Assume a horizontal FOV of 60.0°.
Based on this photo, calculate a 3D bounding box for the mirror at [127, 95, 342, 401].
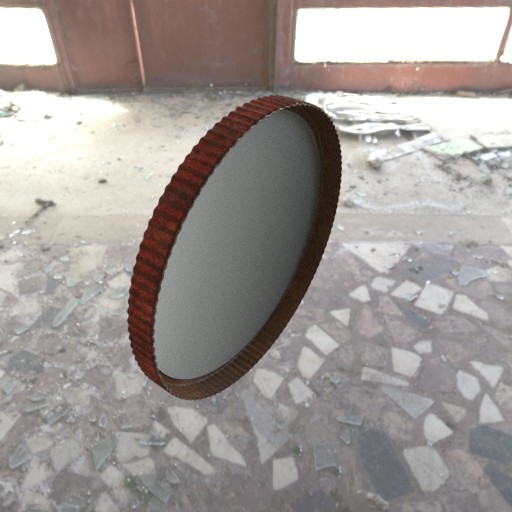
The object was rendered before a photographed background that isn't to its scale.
[{"bbox_3d":[0.000,0.000,0.886,0.056,0.609,0.609,26,47,26],"label":"mirror"}]
